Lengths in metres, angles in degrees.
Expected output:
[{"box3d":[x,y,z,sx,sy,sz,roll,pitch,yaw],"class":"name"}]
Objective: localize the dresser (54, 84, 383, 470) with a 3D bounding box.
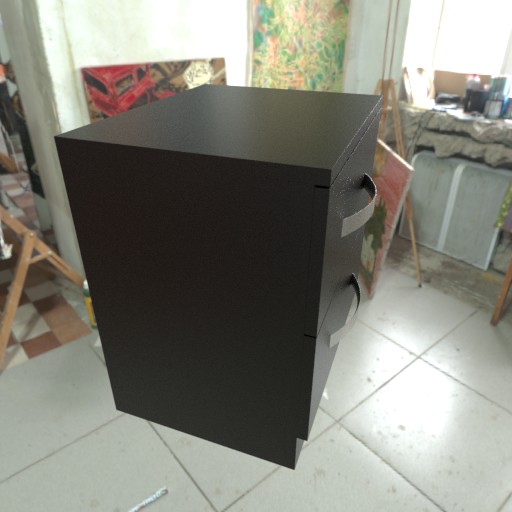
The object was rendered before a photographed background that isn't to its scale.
[{"box3d":[0.000,0.000,0.748,0.360,0.470,0.400,11,32,18],"class":"dresser"}]
